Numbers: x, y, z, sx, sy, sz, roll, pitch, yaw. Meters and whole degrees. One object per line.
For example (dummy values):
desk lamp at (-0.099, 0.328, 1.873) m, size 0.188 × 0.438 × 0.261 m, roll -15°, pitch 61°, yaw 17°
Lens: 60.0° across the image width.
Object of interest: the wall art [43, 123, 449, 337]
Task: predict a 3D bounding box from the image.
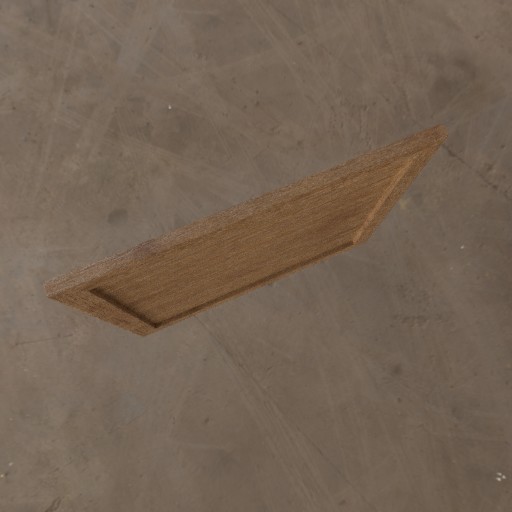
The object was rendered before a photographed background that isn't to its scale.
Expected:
wall art at (0.000, 0.000, 0.985) m, size 0.690 × 0.588 × 0.026 m, roll -23°, pitch 75°, yaw -6°
